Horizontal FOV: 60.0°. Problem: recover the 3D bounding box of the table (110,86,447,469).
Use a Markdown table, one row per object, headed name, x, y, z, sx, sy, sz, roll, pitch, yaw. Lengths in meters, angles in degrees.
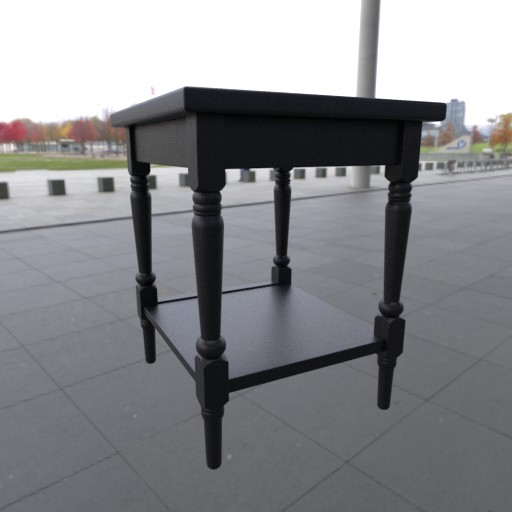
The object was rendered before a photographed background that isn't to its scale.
| name | x | y | z | sx | sy | sz | roll | pitch | yaw |
| --- | --- | --- | --- | --- | --- | --- | --- | --- | --- |
| table | 0.000 | 0.000 | 0.891 | 0.442 | 0.565 | 0.488 | -7 | 15 | -26 |
